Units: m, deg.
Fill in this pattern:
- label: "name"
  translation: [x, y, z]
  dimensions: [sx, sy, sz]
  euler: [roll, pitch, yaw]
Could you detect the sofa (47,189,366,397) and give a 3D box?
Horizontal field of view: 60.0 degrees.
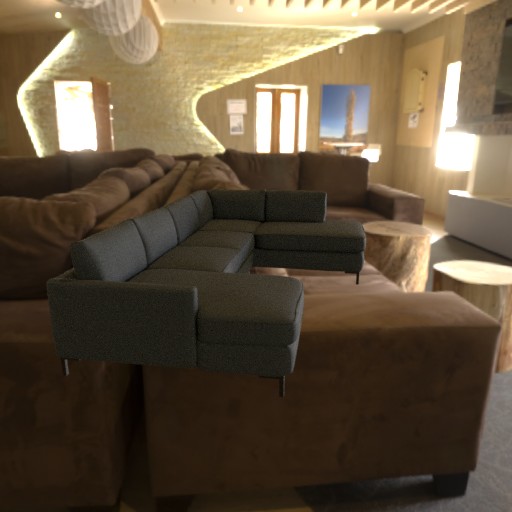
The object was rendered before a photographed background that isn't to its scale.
- label: "sofa"
  translation: [0.000, 0.000, 3.850]
  dimensions: [1.984, 0.858, 2.975]
  euler: [3, 15, 9]
